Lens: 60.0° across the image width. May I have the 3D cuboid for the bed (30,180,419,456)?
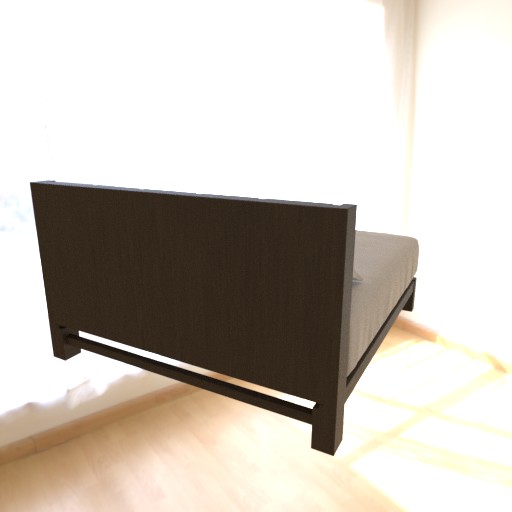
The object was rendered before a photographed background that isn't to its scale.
[{"bbox_3d":[0.000,0.000,3.503,2.143,1.261,2.238,9,18,28],"label":"bed"}]
